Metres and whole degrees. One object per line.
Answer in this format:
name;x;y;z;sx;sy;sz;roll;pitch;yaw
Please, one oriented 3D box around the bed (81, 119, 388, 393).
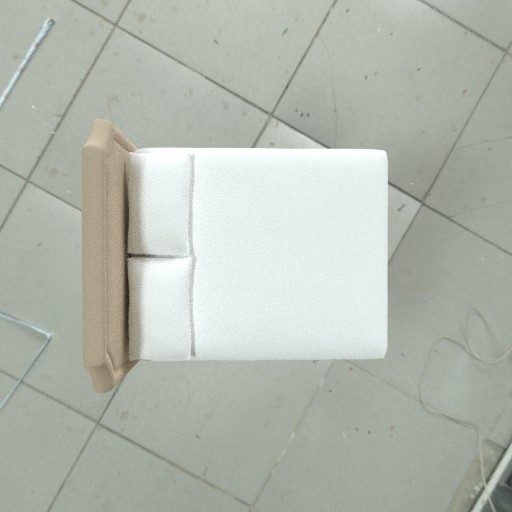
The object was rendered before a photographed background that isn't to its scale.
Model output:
bed;0.000;0.000;3.391;2.204;1.301;1.828;0;91;-2
